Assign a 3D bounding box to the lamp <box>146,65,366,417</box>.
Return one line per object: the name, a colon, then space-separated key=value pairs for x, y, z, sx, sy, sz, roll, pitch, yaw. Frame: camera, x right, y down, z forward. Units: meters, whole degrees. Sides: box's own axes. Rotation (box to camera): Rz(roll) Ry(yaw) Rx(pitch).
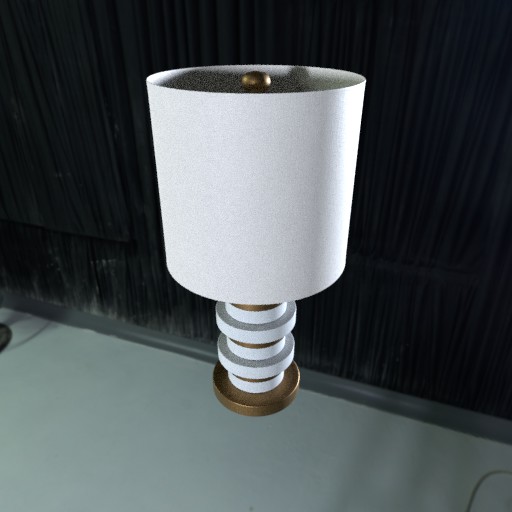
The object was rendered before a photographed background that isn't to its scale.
lamp: x=0.000 y=0.000 z=0.530 sx=0.210 sy=0.410 sz=0.210 roll=8 pitch=30 yaw=14
